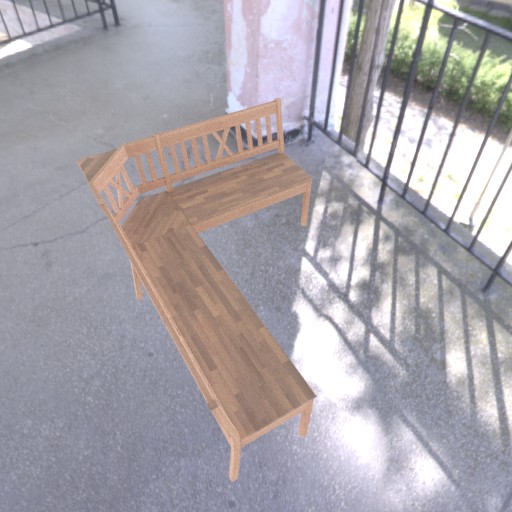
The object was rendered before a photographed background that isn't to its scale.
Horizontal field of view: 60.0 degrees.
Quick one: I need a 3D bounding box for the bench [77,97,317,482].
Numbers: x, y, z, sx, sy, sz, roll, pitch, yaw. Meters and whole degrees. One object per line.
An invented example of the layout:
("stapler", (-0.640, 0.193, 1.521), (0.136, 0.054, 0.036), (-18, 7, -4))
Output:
("bench", (0.000, 0.000, 2.812), (1.537, 0.902, 1.937), (-23, 50, -21))
